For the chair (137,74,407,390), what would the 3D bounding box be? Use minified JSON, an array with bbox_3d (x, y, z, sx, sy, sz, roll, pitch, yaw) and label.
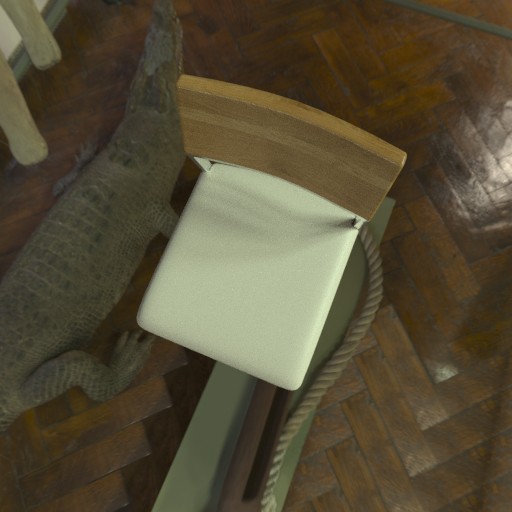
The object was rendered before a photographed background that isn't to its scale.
[{"bbox_3d":[0.000,0.000,1.203,0.467,0.844,0.585,21,75,6],"label":"chair"}]
